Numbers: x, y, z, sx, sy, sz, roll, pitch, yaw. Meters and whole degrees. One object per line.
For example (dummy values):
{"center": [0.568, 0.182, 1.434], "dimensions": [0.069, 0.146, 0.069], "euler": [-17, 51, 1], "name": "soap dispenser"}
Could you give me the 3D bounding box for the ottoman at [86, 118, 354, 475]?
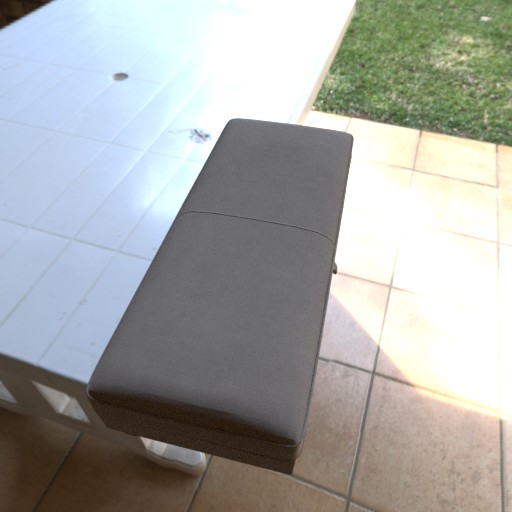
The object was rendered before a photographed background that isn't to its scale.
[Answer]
{"center": [0.000, 0.000, 2.006], "dimensions": [0.735, 0.460, 1.726], "euler": [10, 48, 9], "name": "ottoman"}
